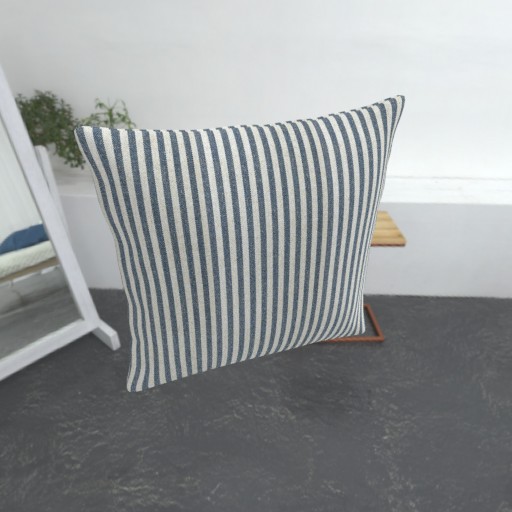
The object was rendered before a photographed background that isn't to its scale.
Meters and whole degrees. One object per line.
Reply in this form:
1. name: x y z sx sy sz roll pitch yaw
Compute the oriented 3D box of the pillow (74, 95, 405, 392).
1. pillow: 0.000 0.000 0.790 0.523 0.510 0.166 -11 35 -16
